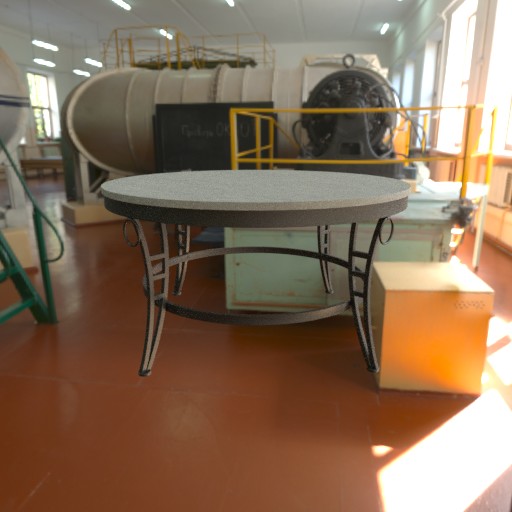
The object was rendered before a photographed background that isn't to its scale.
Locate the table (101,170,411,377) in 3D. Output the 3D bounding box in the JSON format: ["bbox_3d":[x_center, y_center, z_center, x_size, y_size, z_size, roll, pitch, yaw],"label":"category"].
[{"bbox_3d":[0.000,0.000,1.401,0.889,0.470,0.889,0,15,0],"label":"table"}]
